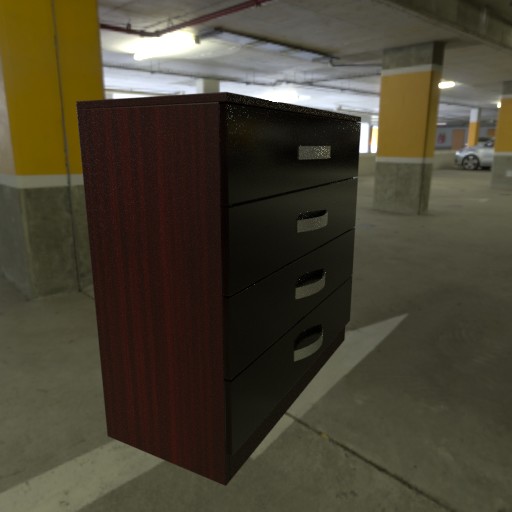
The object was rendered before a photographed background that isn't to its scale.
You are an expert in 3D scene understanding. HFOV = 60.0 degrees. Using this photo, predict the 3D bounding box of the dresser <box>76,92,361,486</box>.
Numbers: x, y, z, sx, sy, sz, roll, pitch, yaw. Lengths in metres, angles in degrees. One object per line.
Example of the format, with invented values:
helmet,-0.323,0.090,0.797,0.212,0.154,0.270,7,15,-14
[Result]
dresser,0.000,0.000,1.153,0.360,0.720,0.750,8,16,28
